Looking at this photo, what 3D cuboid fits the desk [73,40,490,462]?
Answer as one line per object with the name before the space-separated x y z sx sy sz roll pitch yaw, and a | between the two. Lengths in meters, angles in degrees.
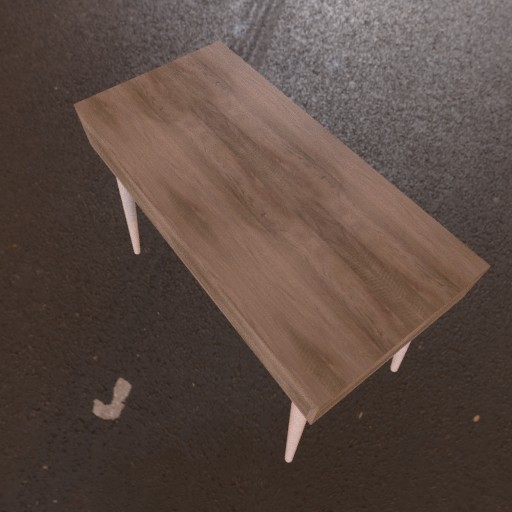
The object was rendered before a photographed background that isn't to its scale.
desk | 0.000 0.000 1.349 0.491 0.723 0.979 -33 64 -19
